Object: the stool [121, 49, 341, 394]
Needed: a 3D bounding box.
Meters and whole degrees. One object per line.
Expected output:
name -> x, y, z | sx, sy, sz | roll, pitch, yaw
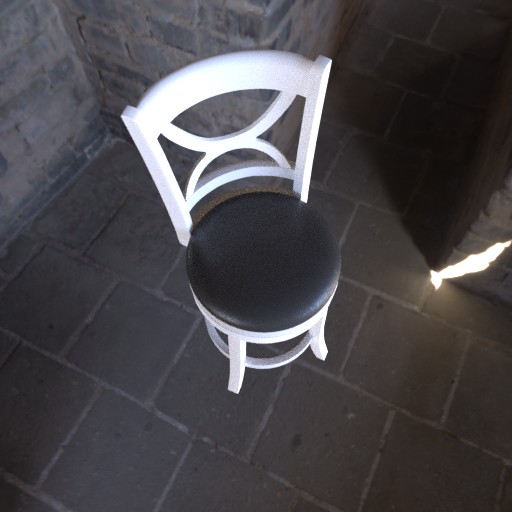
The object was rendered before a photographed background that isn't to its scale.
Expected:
stool -> 0.000, 0.000, 1.243 | 0.444, 0.953, 0.508 | -19, 64, -9
